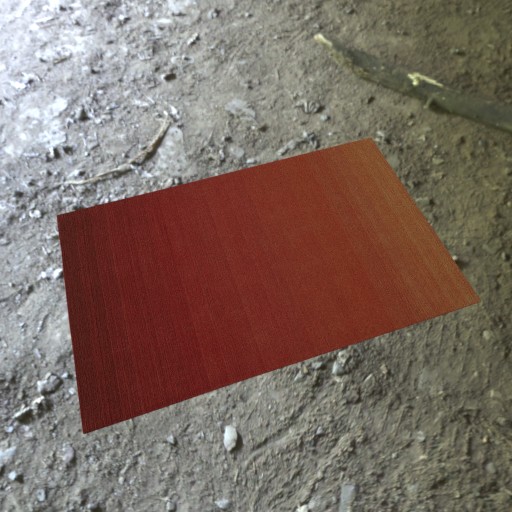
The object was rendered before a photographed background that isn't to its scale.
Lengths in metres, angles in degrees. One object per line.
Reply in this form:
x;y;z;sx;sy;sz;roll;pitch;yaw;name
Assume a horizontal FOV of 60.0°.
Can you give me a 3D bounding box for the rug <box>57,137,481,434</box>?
0.000;0.000;2.930;2.442;0.010;1.531;-16;59;-10;rug
